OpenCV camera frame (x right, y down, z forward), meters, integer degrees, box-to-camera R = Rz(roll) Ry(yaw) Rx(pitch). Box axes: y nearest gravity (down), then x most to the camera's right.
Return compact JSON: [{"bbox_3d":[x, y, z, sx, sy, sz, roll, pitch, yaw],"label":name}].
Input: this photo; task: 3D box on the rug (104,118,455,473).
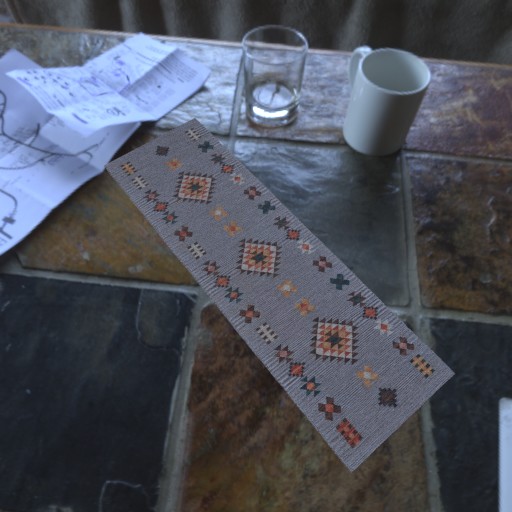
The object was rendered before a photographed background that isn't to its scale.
[{"bbox_3d":[0.000,0.000,2.700,0.766,0.008,2.432,-34,65,-18],"label":"rug"}]
